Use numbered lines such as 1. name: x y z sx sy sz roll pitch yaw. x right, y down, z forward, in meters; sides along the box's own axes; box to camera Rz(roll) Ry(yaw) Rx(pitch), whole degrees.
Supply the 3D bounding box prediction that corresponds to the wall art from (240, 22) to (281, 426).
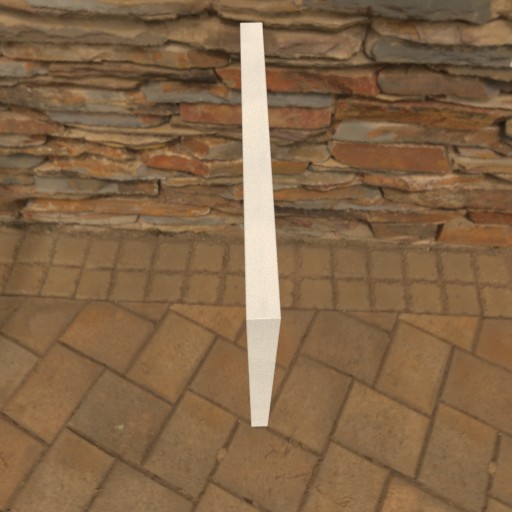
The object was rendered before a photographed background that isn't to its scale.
1. wall art: 0.000 0.000 0.839 0.037 0.606 0.508 -2 59 -1
